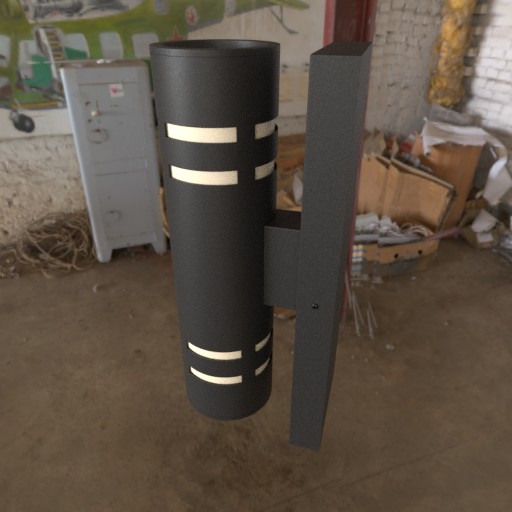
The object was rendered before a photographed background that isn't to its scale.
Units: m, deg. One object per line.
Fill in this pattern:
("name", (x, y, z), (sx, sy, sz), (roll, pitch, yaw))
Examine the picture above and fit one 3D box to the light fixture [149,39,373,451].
("light fixture", (0.000, 0.000, 0.383), (0.149, 0.330, 0.105), (8, 31, 14))
